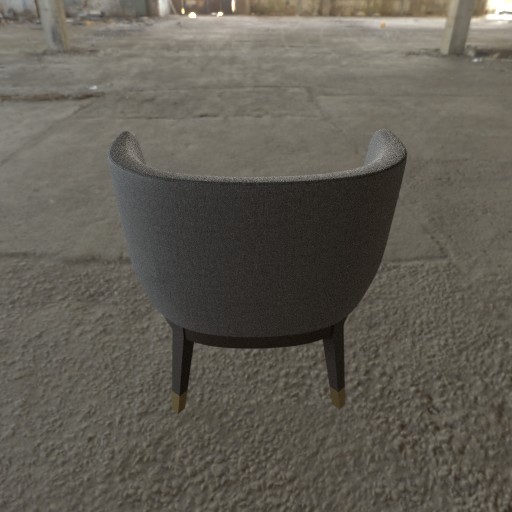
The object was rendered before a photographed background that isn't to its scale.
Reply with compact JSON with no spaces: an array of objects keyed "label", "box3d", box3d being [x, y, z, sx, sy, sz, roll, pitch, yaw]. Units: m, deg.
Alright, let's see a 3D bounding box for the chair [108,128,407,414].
[{"label":"chair","box3d":[0.000,0.000,1.217,0.639,0.695,0.698,-1,31,-2]}]
